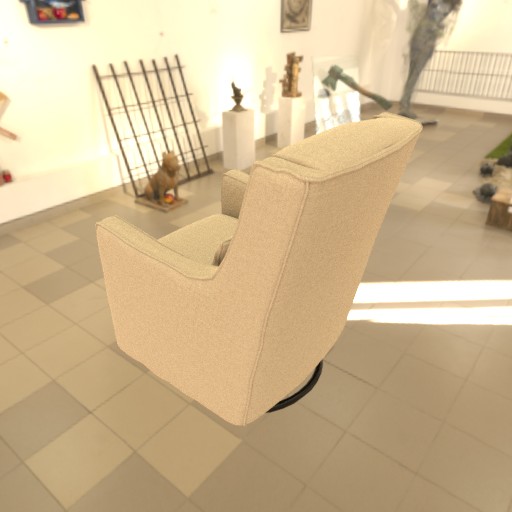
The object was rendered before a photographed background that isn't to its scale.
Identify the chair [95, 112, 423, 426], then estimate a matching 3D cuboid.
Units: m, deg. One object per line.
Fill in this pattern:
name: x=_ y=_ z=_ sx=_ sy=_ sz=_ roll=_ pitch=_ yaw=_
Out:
chair: x=0.000 y=0.000 z=1.577 sx=0.879 sy=0.993 sz=0.732 roll=21 pitch=36 yaw=33
